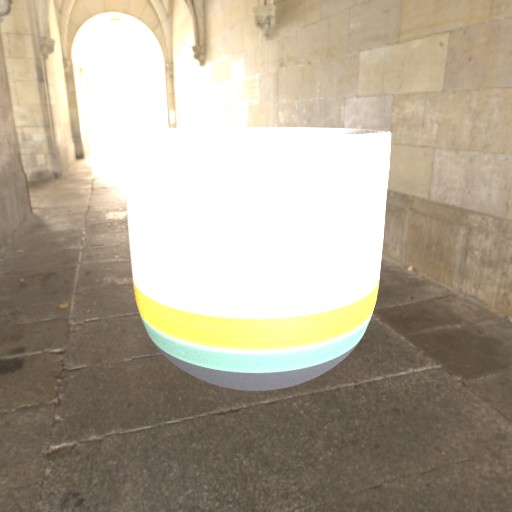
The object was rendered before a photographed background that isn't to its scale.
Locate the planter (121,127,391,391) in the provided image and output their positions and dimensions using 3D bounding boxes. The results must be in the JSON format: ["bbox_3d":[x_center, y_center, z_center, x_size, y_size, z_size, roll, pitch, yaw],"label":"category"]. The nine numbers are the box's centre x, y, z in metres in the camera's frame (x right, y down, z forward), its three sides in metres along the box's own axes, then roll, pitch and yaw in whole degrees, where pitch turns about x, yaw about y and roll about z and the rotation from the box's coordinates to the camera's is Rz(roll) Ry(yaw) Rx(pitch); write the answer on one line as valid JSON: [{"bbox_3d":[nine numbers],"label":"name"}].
[{"bbox_3d":[0.000,0.000,0.494,0.268,0.270,0.268,0,18,0],"label":"planter"}]
